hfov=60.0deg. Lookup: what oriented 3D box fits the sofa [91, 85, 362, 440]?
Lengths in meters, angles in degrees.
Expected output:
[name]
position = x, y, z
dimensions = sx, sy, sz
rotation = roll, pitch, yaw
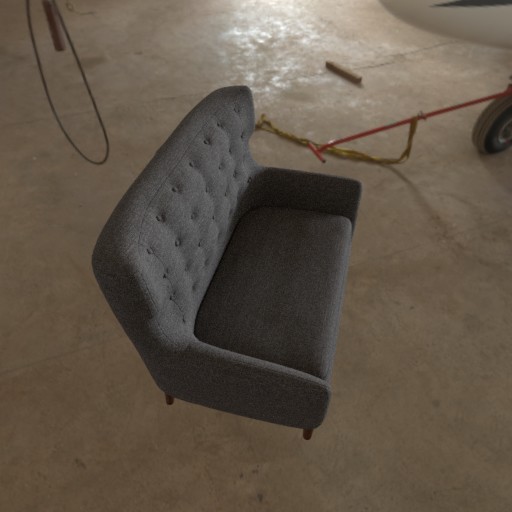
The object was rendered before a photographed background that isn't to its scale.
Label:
[sofa]
position = 0.000, 0.000, 2.064
dimensions = 0.874, 1.028, 1.358
rotation = 10, 45, 10
